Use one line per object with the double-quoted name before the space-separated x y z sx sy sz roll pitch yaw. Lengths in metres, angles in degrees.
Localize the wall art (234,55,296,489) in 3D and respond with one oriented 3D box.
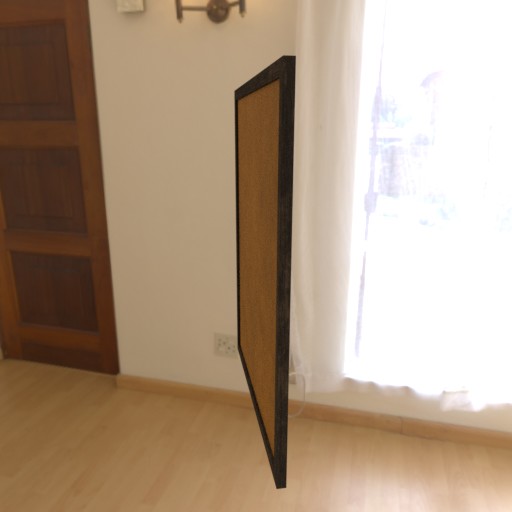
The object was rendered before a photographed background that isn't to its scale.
"wall art" 0.000 0.000 1.426 0.029 1.066 0.812 -3 16 -9
